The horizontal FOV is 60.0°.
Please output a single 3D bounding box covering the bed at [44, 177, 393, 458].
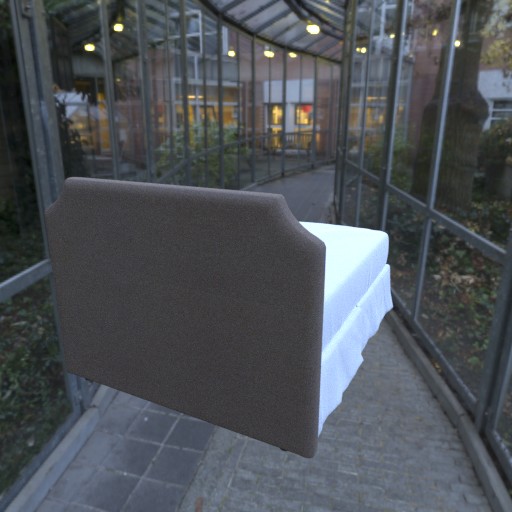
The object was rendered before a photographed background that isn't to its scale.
[{"bbox_3d":[0.000,0.000,3.200,1.693,1.290,2.116,9,20,26],"label":"bed"}]
